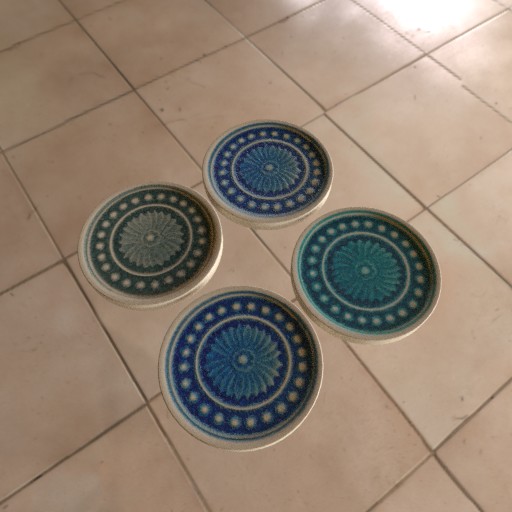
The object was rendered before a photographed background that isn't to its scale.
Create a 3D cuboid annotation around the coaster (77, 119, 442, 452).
[{"bbox_3d":[0.000,0.000,0.331,0.220,0.010,0.224,-34,67,-16],"label":"coaster"}]
